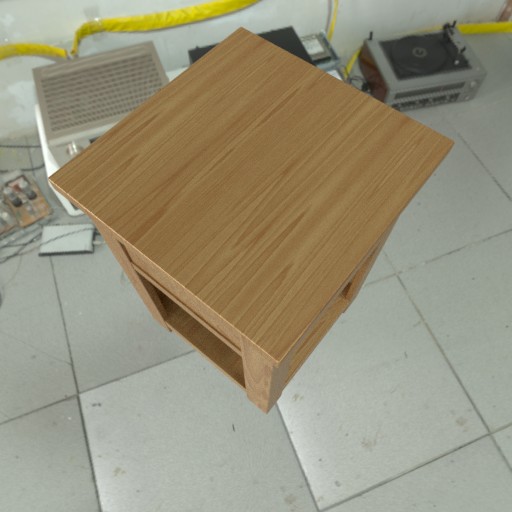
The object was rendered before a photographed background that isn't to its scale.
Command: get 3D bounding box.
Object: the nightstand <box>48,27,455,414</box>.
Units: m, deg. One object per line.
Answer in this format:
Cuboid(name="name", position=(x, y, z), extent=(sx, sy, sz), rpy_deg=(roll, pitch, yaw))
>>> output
Cuboid(name="nightstand", position=(0.000, 0.000, 0.916), extent=(0.418, 0.614, 0.428), rpy_deg=(36, 68, 17))
